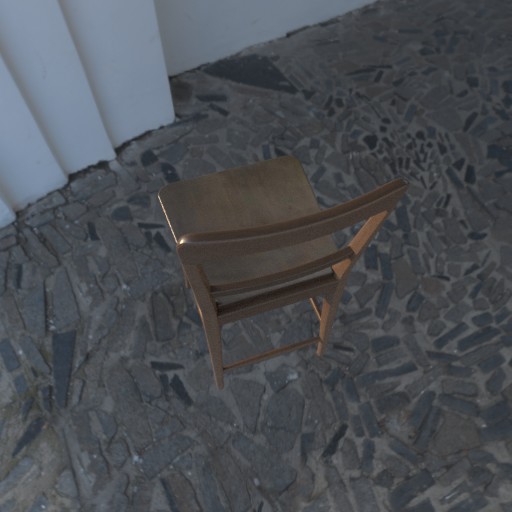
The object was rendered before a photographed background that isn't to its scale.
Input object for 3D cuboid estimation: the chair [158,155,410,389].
[{"bbox_3d":[0.000,0.000,1.299,0.450,0.991,0.546,-16,58,-10],"label":"chair"}]
